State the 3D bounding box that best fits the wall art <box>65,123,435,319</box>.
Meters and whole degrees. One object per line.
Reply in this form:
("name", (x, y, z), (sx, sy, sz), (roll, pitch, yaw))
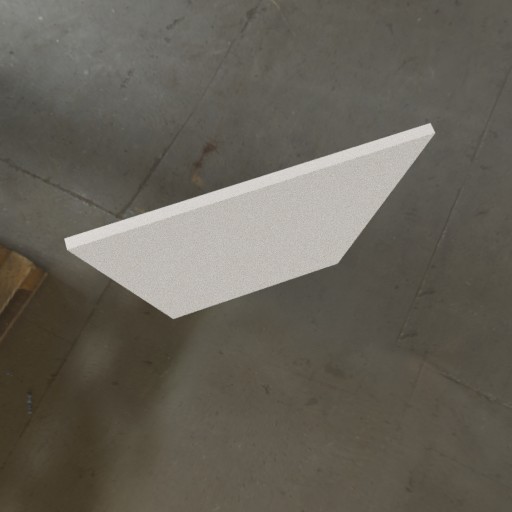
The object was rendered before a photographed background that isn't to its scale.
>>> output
("wall art", (0.000, 0.000, 0.601), (0.325, 0.474, 0.010), (-18, 76, -5))
